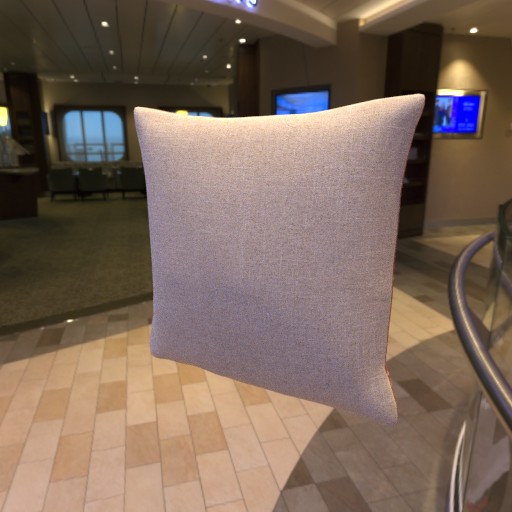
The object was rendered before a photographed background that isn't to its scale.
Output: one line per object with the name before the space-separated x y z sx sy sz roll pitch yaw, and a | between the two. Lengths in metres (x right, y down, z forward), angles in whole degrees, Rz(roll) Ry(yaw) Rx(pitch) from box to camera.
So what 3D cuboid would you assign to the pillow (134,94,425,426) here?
pillow | 0.000 0.000 0.760 0.511 0.503 0.182 8 17 28
